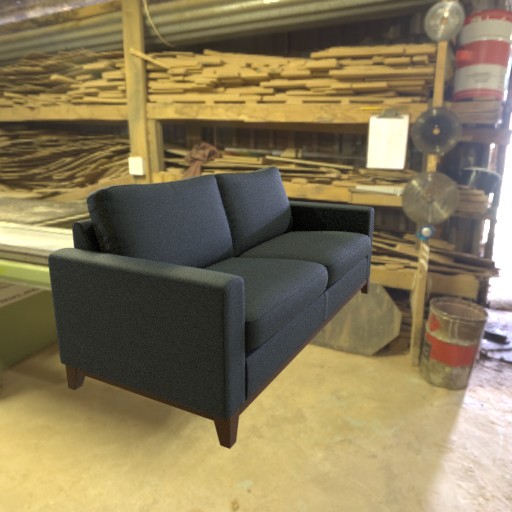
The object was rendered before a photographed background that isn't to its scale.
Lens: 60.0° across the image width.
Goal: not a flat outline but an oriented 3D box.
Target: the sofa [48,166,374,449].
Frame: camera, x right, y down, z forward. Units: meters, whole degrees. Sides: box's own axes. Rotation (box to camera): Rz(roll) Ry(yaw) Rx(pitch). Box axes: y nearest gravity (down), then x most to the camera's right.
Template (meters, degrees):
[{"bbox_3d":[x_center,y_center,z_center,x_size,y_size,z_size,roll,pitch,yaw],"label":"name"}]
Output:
[{"bbox_3d":[0.000,0.000,2.412,0.877,0.865,1.900,8,17,27],"label":"sofa"}]
